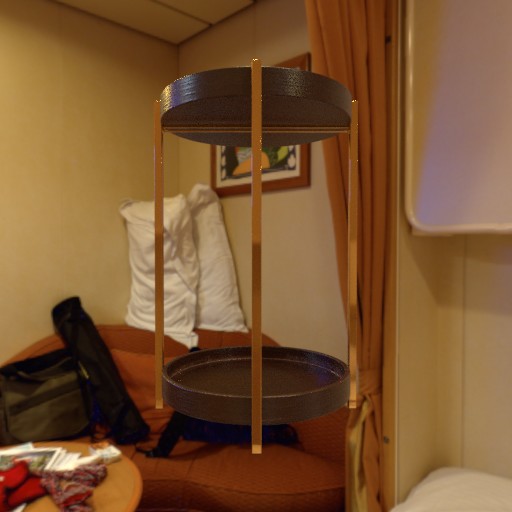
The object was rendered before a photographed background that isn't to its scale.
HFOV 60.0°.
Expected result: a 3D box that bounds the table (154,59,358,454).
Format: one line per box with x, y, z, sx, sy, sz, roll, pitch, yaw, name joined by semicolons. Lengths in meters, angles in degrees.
0.000;0.000;0.883;0.400;0.610;0.400;0;1;0;table
